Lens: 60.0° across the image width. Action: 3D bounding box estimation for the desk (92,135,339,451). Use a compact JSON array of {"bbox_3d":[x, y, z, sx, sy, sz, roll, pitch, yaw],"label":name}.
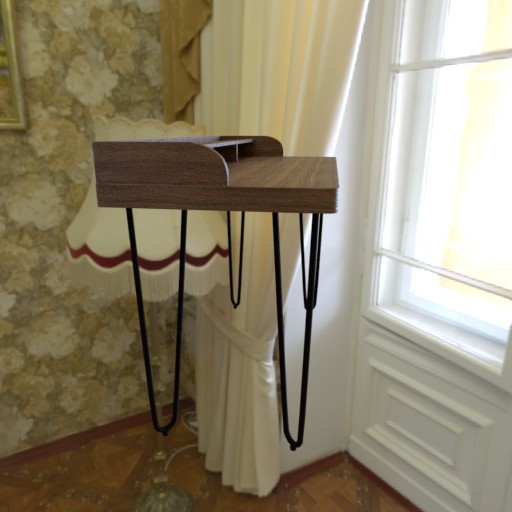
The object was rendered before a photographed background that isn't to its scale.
[{"bbox_3d":[0.000,0.000,1.656,0.565,0.854,1.200,3,16,9],"label":"desk"}]
